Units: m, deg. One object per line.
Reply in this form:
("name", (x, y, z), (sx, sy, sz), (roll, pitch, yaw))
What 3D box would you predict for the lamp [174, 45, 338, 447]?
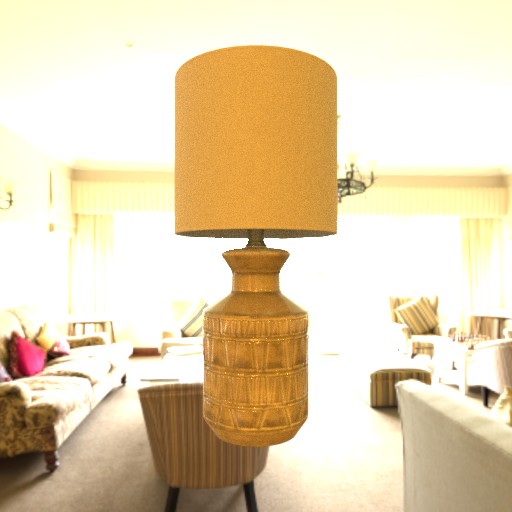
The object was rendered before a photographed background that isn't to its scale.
("lamp", (0.000, 0.000, 0.582), (0.211, 0.455, 0.211), (-1, -1, 36))
